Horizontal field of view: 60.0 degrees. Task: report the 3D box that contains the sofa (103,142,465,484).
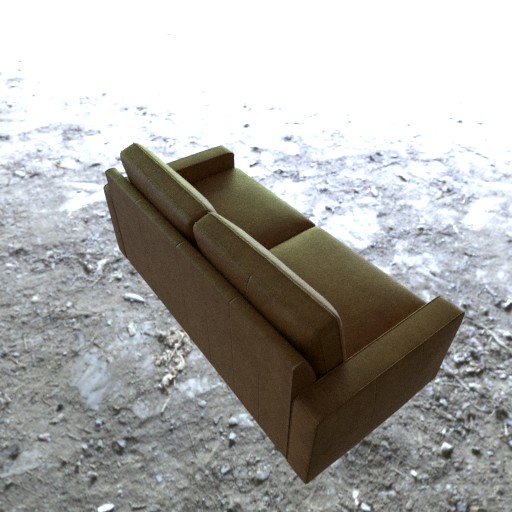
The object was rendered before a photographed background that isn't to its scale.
[{"bbox_3d":[0.000,0.000,2.621,0.991,0.928,2.156,-26,48,-27],"label":"sofa"}]
